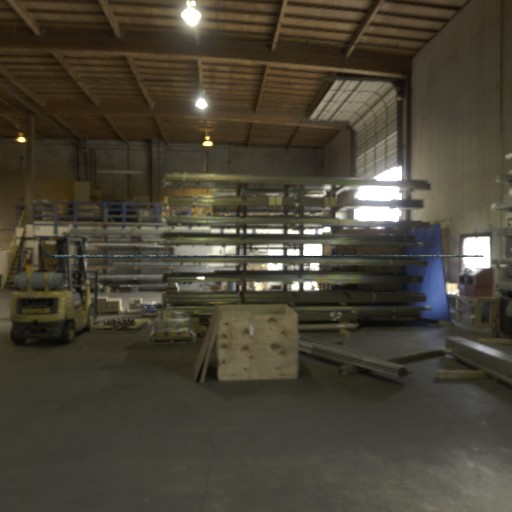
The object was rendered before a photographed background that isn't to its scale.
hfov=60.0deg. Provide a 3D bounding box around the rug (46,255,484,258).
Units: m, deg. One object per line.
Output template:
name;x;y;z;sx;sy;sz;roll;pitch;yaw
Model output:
rug;0.000;0.000;3.044;2.449;0.015;1.530;0;0;-18
